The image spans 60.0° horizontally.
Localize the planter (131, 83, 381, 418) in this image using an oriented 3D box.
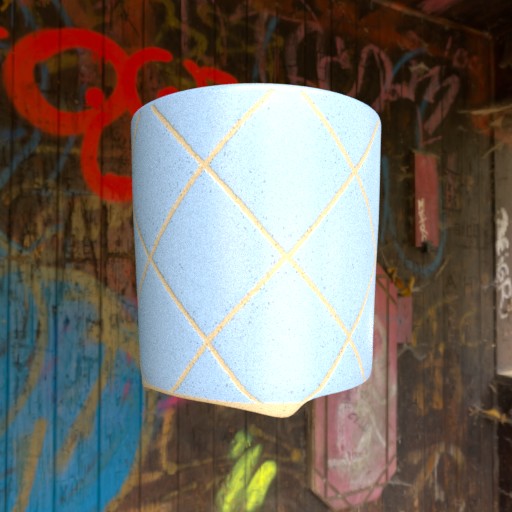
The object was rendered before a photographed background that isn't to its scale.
[{"bbox_3d":[0.000,0.000,0.416,0.227,0.235,0.227,0,-1,0],"label":"planter"}]
